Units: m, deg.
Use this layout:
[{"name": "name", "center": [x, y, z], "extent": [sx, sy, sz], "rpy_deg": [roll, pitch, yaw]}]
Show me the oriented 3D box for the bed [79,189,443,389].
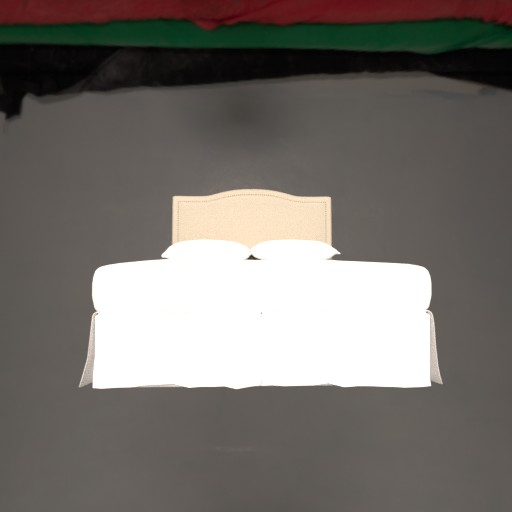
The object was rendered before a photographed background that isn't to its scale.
[{"name": "bed", "center": [0.000, 0.000, 3.584], "extent": [1.977, 1.437, 2.477], "rpy_deg": [0, 0, -2]}]
